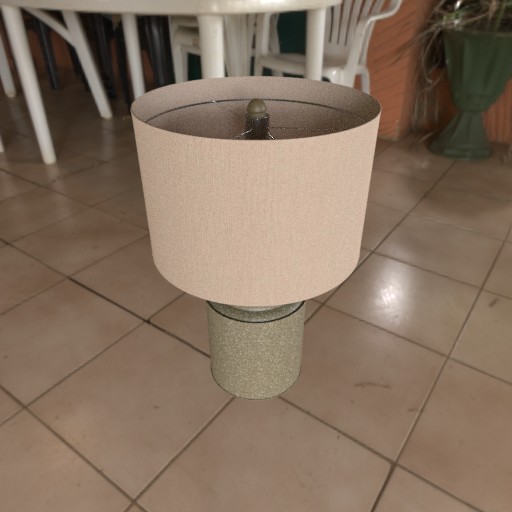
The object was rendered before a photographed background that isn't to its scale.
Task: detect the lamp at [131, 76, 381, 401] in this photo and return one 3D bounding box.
[{"bbox_3d":[0.000,0.000,0.707,0.318,0.486,0.318,0,33,0],"label":"lamp"}]
